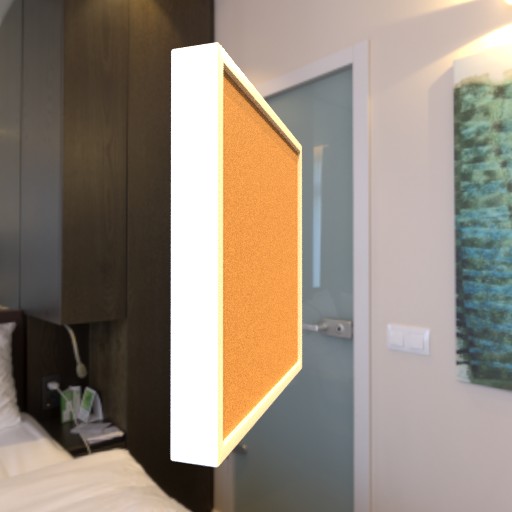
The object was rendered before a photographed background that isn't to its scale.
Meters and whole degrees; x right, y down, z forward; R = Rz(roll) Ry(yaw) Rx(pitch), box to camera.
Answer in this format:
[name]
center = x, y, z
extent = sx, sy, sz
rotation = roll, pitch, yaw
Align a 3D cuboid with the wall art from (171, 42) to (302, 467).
[wall art]
center = 0.000, 0.000, 0.467
extent = 0.038, 0.305, 0.305
rotation = 0, -1, 17
